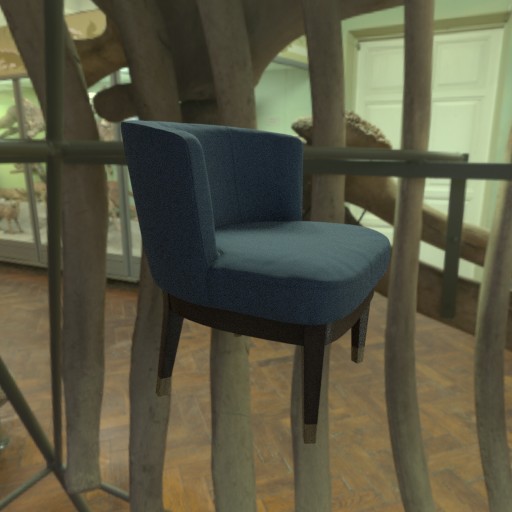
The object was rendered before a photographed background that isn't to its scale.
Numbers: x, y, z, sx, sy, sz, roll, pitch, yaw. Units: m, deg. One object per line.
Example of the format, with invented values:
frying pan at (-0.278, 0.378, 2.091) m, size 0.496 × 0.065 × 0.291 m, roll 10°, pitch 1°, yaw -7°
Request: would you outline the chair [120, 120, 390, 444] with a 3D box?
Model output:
chair at (0.000, 0.000, 1.288) m, size 0.702 × 0.760 × 0.661 m, roll 7°, pitch 16°, yaw 26°
